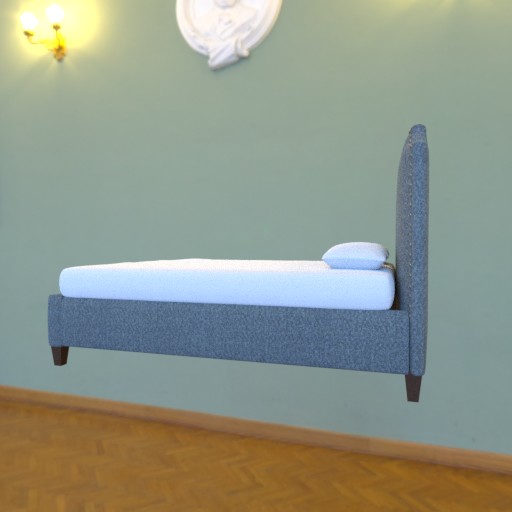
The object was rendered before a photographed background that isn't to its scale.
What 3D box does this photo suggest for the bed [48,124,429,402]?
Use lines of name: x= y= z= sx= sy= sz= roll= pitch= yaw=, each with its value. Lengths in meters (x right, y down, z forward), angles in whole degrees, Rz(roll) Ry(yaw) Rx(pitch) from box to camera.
bed: x=0.000 y=0.000 z=3.359 sx=2.372 sy=1.443 sz=1.712 roll=0 pitch=1 yaw=18
